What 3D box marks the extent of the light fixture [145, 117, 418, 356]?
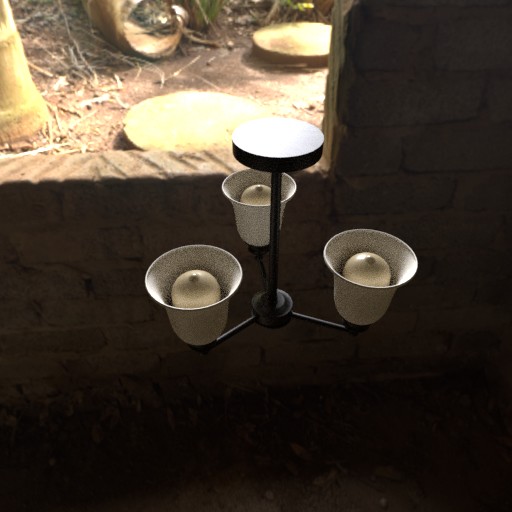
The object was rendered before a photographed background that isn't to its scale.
[{"bbox_3d":[0.000,0.000,0.680,0.354,0.370,0.388,-27,47,-29],"label":"light fixture"}]
